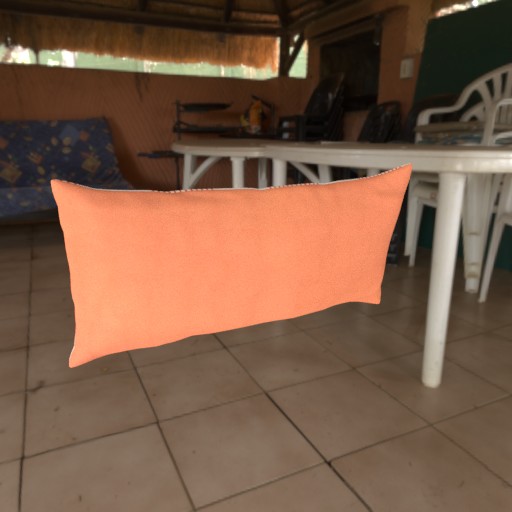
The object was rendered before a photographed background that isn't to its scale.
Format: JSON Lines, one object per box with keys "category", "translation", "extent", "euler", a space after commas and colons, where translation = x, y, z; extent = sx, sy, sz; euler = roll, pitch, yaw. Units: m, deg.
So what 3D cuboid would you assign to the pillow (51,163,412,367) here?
{"category": "pillow", "translation": [0.000, 0.000, 0.744], "extent": [0.608, 0.292, 0.156], "euler": [-8, 17, -26]}
